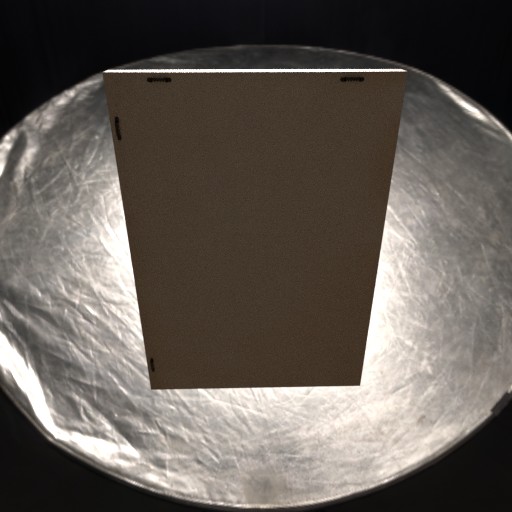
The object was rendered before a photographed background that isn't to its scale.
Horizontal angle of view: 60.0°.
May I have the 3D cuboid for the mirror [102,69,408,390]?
[{"bbox_3d":[0.000,0.000,0.917,0.507,0.710,0.039,-1,28,-1],"label":"mirror"}]
